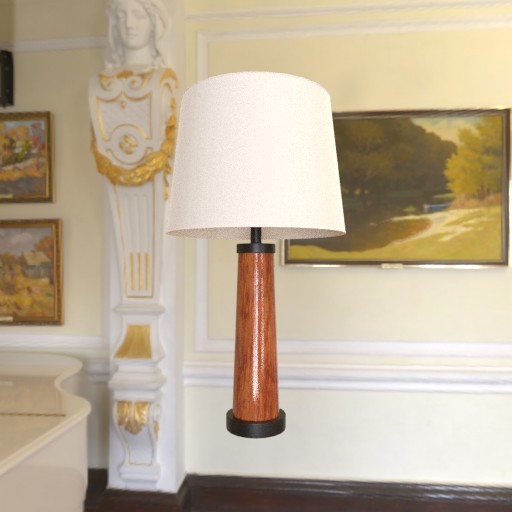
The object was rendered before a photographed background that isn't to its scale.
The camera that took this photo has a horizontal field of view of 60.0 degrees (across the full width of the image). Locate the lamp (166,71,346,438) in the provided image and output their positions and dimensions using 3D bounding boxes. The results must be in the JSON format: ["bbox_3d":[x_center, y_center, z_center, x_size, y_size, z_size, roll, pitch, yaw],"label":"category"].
[{"bbox_3d":[0.000,0.000,0.871,0.349,0.667,0.349,0,-1,0],"label":"lamp"}]
